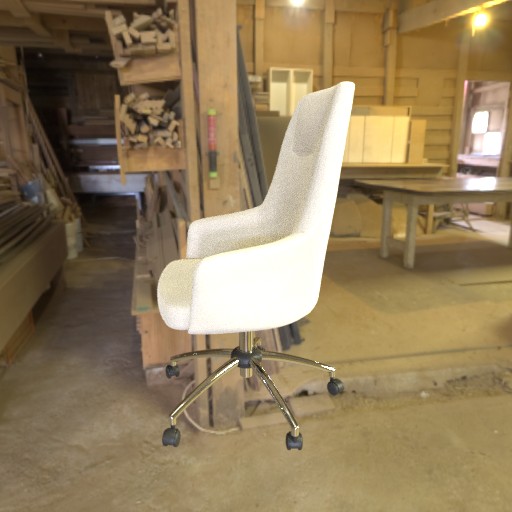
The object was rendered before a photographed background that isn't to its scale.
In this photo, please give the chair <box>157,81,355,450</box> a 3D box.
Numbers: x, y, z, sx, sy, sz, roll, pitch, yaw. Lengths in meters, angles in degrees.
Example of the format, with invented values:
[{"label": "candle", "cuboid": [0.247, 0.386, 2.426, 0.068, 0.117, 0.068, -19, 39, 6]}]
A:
[{"label": "chair", "cuboid": [0.000, 0.000, 1.448, 0.640, 1.049, 0.620, -2, 15, -10]}]
